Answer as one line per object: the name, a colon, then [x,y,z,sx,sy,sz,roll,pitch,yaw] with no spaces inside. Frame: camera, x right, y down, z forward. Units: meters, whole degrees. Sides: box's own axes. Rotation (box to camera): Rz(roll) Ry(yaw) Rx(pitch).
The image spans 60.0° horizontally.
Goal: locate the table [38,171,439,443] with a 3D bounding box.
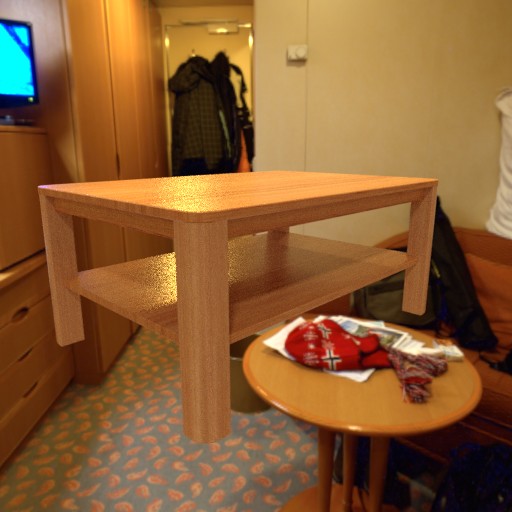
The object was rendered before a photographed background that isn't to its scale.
table: [0.000,0.000,1.352,0.696,0.445,0.997,13,19,42]
